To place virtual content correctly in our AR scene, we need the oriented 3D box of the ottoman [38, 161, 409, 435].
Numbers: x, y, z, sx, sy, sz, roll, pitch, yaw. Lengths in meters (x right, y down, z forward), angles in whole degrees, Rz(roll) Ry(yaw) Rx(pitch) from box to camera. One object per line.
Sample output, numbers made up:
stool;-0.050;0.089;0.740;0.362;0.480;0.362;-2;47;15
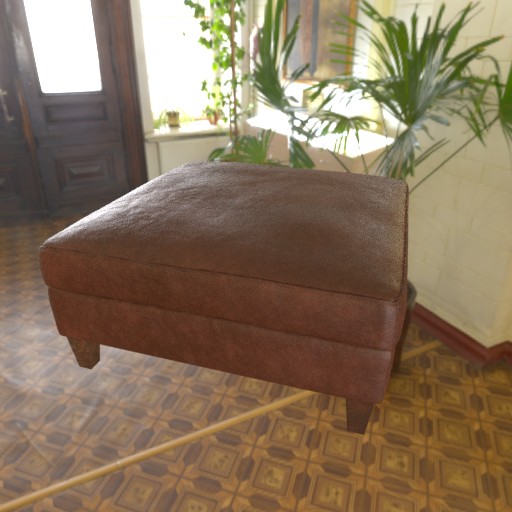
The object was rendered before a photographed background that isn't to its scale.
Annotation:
ottoman;0.000;0.000;1.316;0.836;0.415;0.844;8;27;16
